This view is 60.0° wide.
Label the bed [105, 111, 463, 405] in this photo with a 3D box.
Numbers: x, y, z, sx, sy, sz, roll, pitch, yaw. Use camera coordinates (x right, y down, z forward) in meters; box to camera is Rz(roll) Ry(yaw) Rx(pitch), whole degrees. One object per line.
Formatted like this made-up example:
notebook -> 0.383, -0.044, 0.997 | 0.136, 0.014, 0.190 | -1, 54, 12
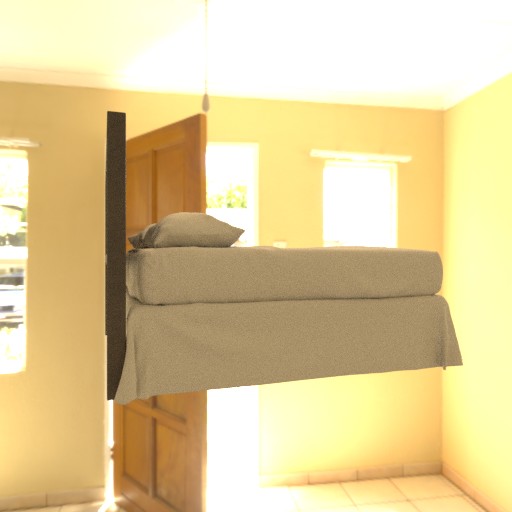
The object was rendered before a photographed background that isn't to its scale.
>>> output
bed -> 0.000, 0.000, 2.783 | 1.785, 1.142, 1.772 | 0, 0, -19
